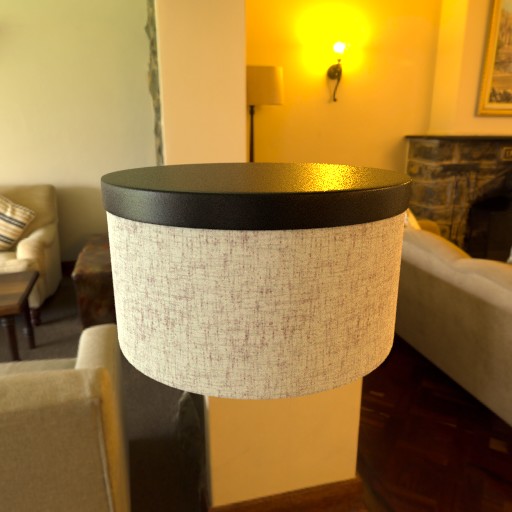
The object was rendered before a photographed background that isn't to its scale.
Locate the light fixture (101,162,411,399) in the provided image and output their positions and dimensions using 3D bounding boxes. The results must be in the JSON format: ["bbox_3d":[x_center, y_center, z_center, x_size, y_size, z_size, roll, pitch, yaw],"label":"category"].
[{"bbox_3d":[0.000,0.000,0.616,0.389,0.229,0.389,0,16,0],"label":"light fixture"}]
